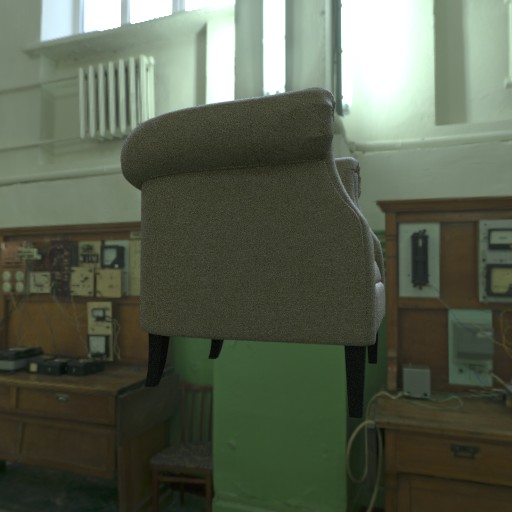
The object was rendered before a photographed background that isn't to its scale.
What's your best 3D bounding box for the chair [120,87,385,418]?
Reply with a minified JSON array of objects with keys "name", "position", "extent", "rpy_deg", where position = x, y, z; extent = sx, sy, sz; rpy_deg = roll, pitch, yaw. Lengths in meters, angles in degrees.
[{"name":"chair","position":[0.000,0.000,1.553],"extent":[0.852,0.827,0.905],"rpy_deg":[-1,-3,18]}]
